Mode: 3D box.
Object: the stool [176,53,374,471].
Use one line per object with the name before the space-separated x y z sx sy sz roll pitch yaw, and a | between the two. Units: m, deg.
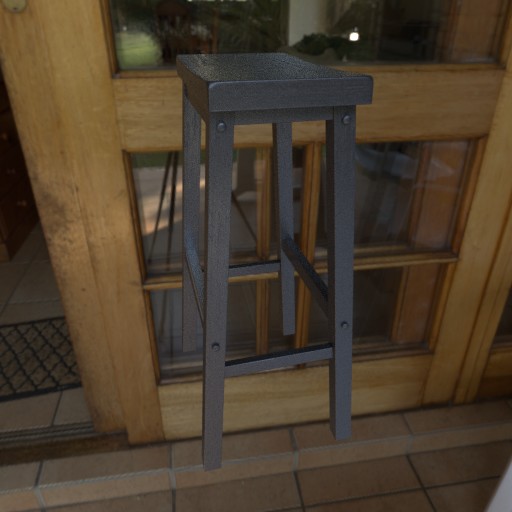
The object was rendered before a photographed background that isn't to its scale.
stool | 0.000 0.000 0.927 0.322 0.742 0.406 -7 30 -13
